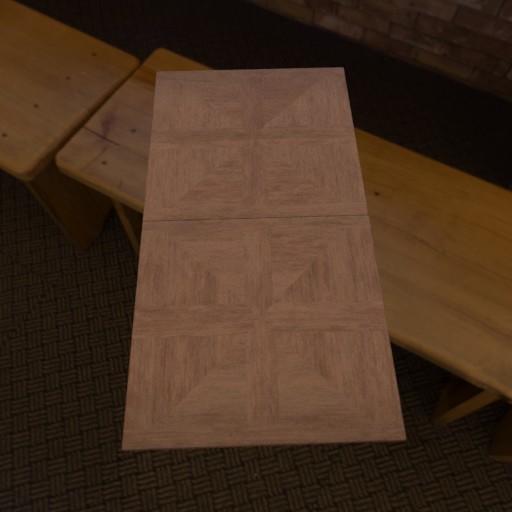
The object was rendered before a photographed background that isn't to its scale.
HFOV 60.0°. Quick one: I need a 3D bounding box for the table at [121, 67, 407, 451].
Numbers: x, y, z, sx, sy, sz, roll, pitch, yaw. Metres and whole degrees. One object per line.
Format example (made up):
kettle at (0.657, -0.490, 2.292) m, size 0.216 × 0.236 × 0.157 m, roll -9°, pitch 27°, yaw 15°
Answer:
table at (0.000, 0.000, 2.336) m, size 1.016 × 0.768 × 1.881 m, roll -2°, pitch 64°, yaw -1°
